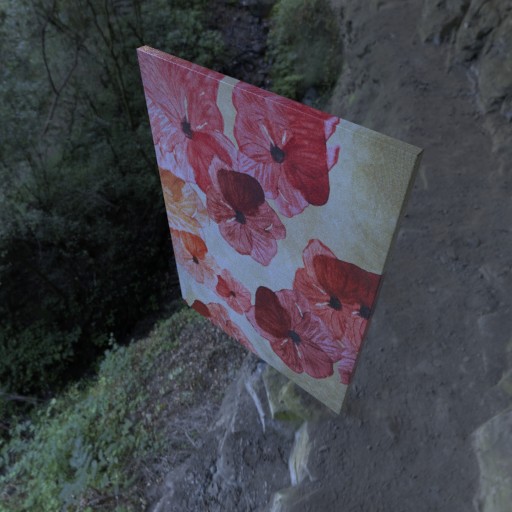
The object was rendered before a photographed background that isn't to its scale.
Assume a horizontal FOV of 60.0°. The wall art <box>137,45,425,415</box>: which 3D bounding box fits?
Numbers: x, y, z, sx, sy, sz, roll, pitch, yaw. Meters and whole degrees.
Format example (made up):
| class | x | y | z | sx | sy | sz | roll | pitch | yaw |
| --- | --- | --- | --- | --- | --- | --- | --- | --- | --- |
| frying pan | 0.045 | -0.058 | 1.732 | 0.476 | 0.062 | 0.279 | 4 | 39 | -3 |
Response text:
| class | x | y | z | sx | sy | sz | roll | pitch | yaw |
| --- | --- | --- | --- | --- | --- | --- | --- | --- | --- |
| wall art | 0.000 | 0.000 | 1.314 | 0.762 | 1.015 | 0.031 | 31 | 53 | 27 |
